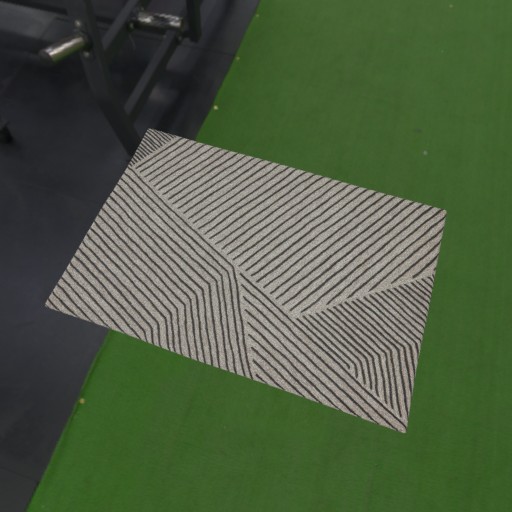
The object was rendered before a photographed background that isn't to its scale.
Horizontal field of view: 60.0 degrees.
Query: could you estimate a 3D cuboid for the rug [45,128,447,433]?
[{"bbox_3d":[0.000,0.000,2.364,1.842,0.019,1.237,17,65,8],"label":"rug"}]
